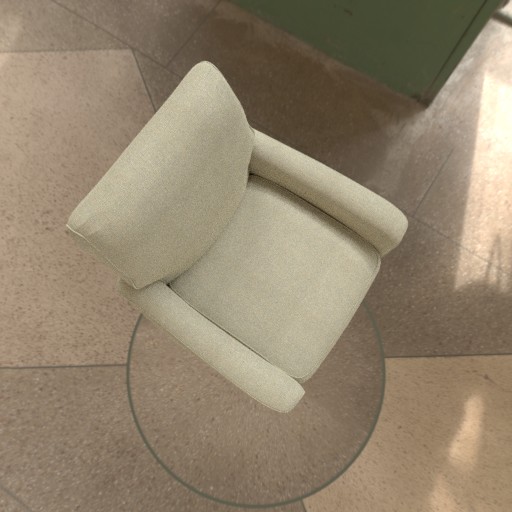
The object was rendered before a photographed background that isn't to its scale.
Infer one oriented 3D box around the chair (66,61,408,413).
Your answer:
[{"bbox_3d":[0.000,0.000,1.646,0.853,1.006,0.850,34,79,8],"label":"chair"}]
